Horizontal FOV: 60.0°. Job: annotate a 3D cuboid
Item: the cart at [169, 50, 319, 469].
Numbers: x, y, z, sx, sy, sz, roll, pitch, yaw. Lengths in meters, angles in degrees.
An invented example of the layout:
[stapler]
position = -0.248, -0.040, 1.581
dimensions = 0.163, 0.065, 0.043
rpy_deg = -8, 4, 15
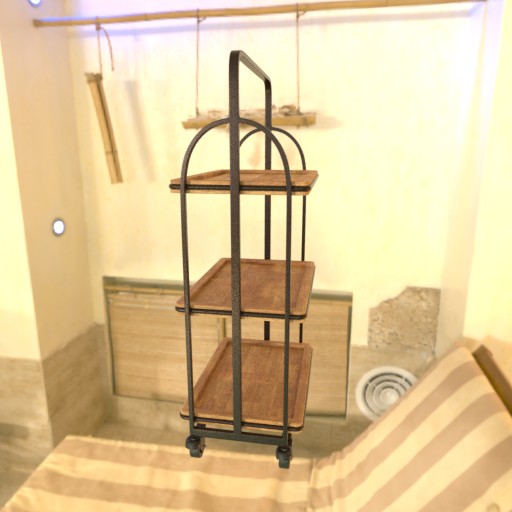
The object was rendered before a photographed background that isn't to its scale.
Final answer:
[cart]
position = 0.000, 0.000, 1.259
dimensions = 0.327, 1.001, 0.553
rpy_deg = 2, 14, 10
